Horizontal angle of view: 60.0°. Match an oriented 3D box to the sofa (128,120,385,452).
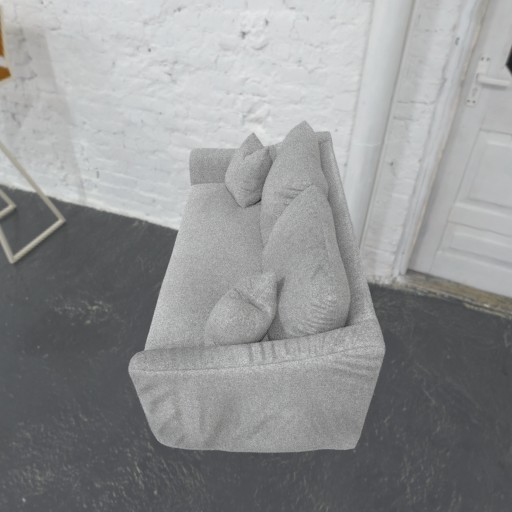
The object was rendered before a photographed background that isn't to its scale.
[{"bbox_3d":[0.000,0.000,2.693,1.072,1.018,2.010,1,40,1],"label":"sofa"}]
